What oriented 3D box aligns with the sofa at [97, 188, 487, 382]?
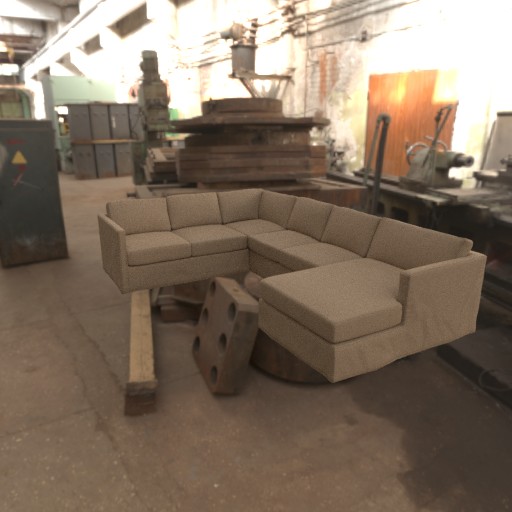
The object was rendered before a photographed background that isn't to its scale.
[{"bbox_3d":[0.000,0.000,4.532,2.427,0.882,3.460,-9,19,-29],"label":"sofa"}]
